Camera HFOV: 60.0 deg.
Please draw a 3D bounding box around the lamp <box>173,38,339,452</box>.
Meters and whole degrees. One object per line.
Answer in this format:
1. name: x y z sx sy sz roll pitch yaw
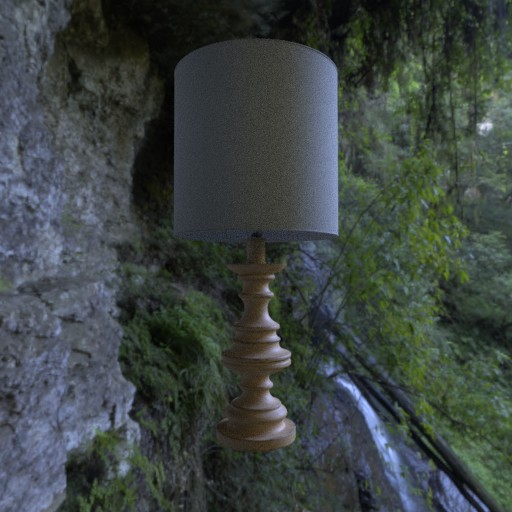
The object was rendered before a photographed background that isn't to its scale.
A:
1. lamp: 0.000 0.000 0.567 0.208 0.455 0.208 0 -2 1
